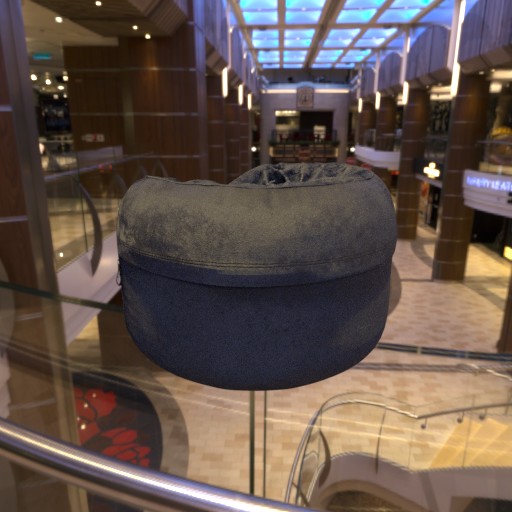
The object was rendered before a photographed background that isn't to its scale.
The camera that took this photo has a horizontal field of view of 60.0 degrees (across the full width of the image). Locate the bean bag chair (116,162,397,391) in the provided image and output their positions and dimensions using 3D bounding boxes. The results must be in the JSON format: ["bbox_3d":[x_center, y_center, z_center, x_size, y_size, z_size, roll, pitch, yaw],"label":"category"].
[{"bbox_3d":[0.000,0.000,1.540,0.918,0.605,0.918,0,16,0],"label":"bean bag chair"}]
